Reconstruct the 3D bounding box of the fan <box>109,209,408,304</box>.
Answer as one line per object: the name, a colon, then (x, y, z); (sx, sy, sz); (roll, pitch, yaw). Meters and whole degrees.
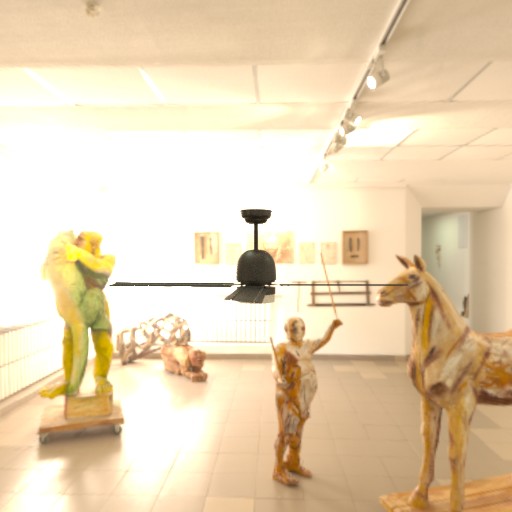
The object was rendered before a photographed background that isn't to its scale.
fan: (0.000, 0.000, 1.989); (1.319, 0.410, 1.319); (0, 1, 2)
